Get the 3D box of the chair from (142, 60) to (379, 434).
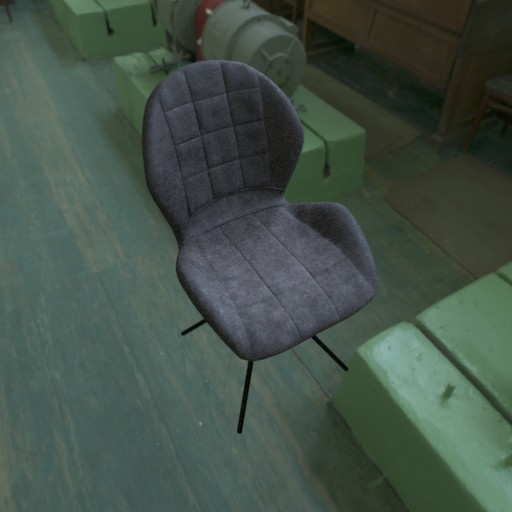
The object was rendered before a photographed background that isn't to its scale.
[{"bbox_3d":[0.000,0.000,1.317,0.527,0.934,0.640,-23,50,-21],"label":"chair"}]
